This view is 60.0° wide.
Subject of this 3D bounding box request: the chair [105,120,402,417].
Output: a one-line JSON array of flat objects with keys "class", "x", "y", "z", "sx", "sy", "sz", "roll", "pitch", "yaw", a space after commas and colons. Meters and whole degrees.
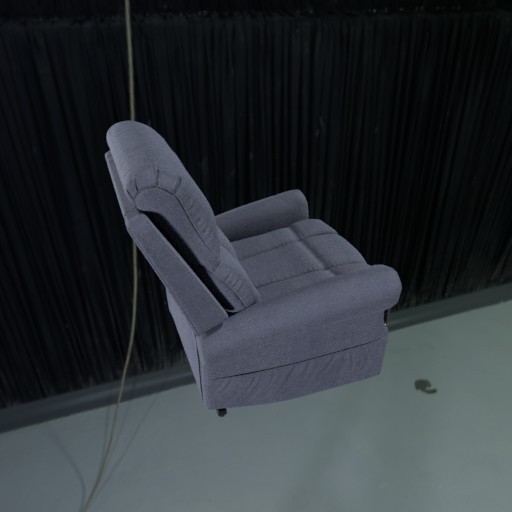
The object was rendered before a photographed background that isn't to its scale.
[{"class": "chair", "x": 0.000, "y": 0.000, "z": 1.772, "sx": 0.979, "sy": 1.031, "sz": 0.871, "roll": -12, "pitch": 33, "yaw": -18}]
